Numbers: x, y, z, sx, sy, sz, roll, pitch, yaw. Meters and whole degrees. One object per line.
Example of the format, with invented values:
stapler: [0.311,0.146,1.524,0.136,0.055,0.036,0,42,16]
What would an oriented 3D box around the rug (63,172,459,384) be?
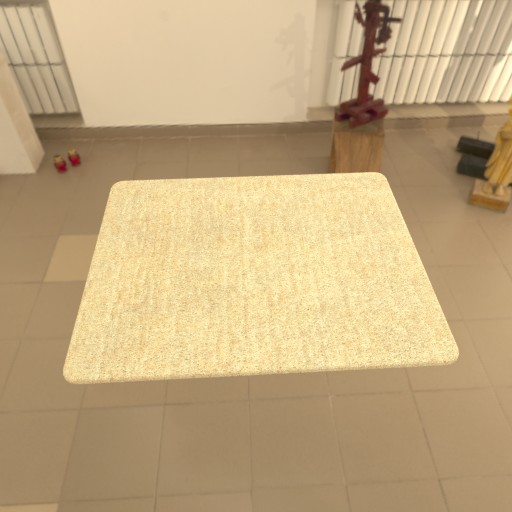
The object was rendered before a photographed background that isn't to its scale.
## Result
rug: [0.000,0.000,3.453,2.528,0.048,2.009,-2,47,-2]
